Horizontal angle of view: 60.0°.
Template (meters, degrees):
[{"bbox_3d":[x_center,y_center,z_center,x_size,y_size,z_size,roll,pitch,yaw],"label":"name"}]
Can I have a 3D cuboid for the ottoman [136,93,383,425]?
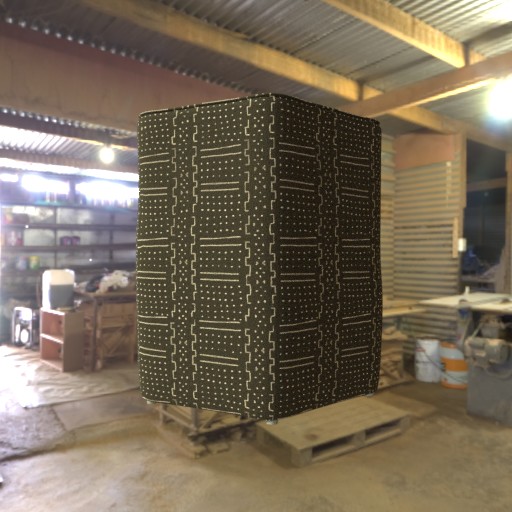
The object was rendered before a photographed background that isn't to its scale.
[{"bbox_3d":[0.000,0.000,0.890,0.494,0.502,0.443,0,0,-37],"label":"ottoman"}]
